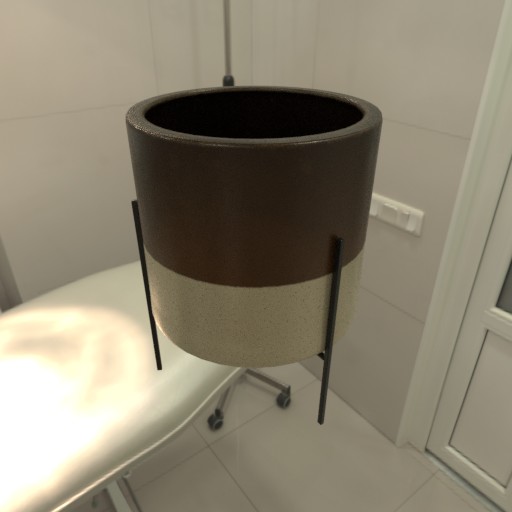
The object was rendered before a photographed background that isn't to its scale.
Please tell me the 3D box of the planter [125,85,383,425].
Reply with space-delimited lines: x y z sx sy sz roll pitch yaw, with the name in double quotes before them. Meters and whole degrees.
"planter" 0.000 0.000 0.718 0.345 0.465 0.354 -21 37 -31
